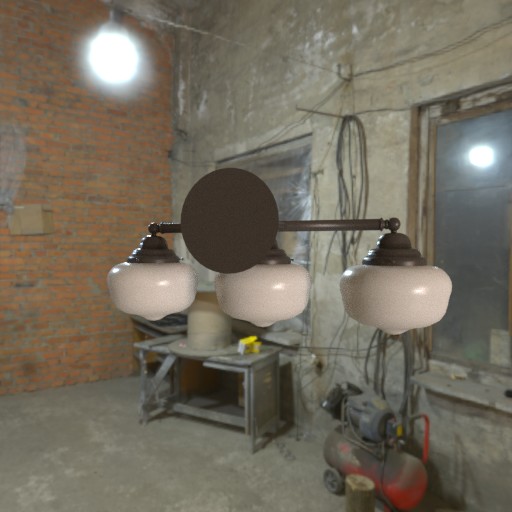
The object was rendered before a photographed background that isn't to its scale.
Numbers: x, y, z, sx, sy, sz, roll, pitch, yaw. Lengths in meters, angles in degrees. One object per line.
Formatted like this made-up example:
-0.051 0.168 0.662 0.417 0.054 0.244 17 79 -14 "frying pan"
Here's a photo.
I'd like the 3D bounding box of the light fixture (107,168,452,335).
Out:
0.000 0.000 0.714 0.587 0.242 0.239 0 1 19 "light fixture"
